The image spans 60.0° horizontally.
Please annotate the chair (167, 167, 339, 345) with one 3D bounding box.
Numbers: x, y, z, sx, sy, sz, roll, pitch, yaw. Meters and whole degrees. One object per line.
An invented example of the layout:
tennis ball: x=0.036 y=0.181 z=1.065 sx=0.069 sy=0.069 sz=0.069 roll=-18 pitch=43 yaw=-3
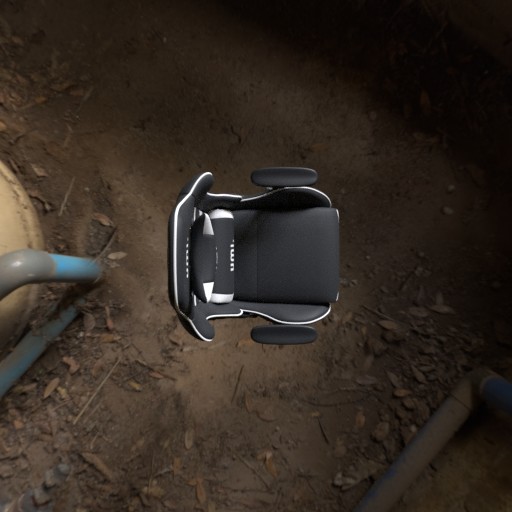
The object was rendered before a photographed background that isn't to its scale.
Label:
chair: x=0.000 y=0.000 z=1.690 sx=0.700 sy=1.240 sz=0.700 roll=0 pitch=91 yaw=-1
